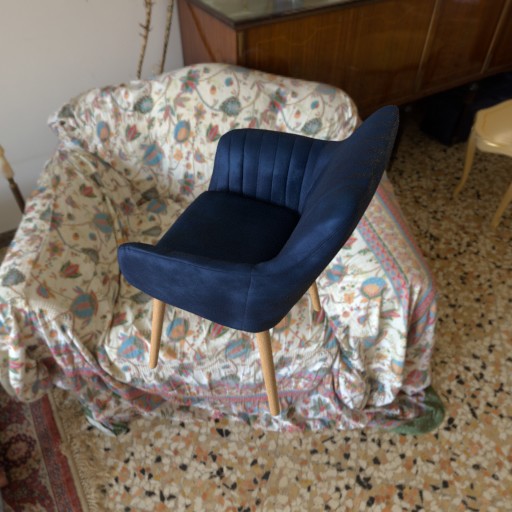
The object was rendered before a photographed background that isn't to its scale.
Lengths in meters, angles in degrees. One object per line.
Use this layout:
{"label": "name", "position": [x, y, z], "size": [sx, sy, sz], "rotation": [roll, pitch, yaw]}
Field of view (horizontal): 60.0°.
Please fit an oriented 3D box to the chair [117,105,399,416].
{"label": "chair", "position": [0.000, 0.000, 1.234], "size": [0.573, 0.826, 0.578], "rotation": [17, 47, 16]}
